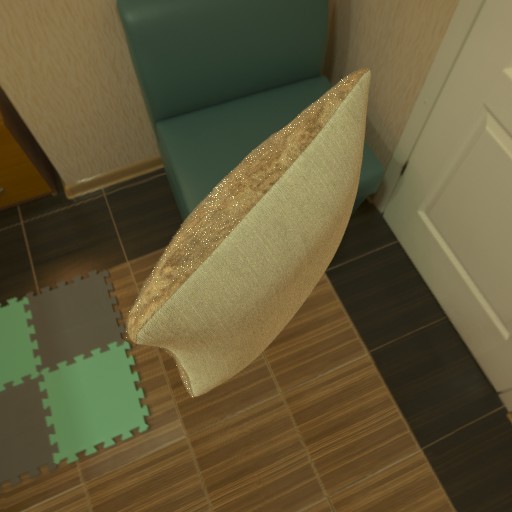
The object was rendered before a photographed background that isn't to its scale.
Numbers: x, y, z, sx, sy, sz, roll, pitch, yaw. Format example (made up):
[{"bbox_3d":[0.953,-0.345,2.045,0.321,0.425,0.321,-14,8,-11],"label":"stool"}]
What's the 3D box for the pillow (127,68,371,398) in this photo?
[{"bbox_3d":[0.000,0.000,0.819,0.216,0.525,0.538,35,69,16],"label":"pillow"}]
